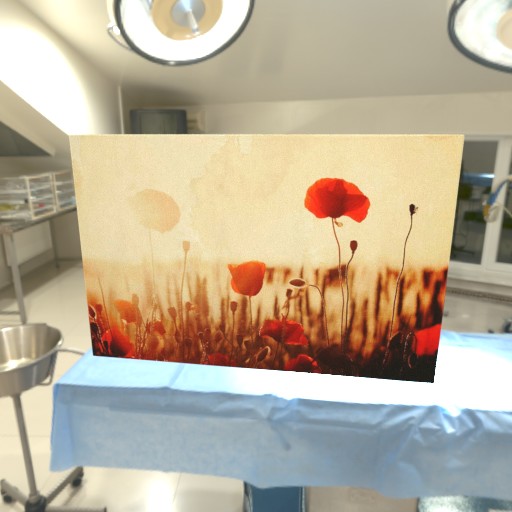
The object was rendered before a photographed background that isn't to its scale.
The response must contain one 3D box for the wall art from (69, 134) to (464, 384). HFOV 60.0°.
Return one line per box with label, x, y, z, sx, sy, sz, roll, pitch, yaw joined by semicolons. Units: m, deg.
wall art;0.000;0.000;0.474;0.383;0.251;0.037;2;16;9
